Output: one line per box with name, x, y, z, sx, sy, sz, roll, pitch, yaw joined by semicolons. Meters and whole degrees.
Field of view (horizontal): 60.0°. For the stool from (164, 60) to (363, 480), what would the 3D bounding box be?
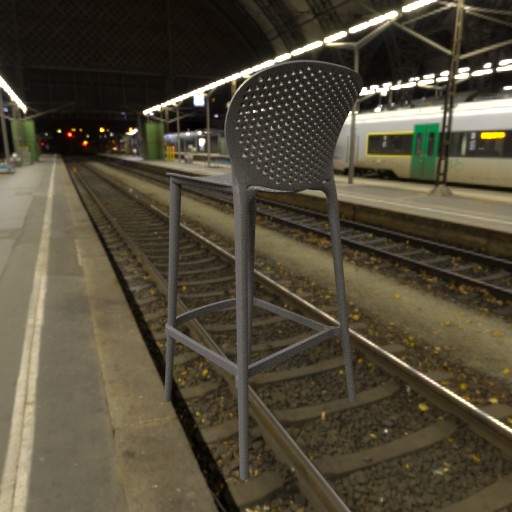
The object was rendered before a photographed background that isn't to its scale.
stool;0.000;0.000;1.369;0.536;1.045;0.535;-13;19;-43
